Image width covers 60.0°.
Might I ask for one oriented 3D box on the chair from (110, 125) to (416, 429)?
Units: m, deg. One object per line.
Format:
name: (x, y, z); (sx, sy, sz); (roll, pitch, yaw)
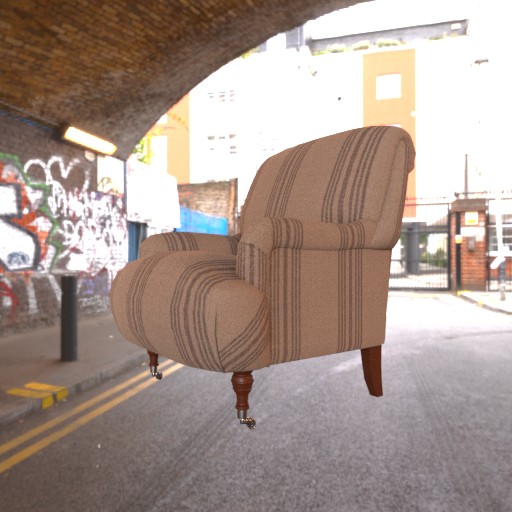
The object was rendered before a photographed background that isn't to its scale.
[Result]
chair: (0.000, 0.000, 1.596); (0.914, 0.940, 0.813); (0, -1, -36)
